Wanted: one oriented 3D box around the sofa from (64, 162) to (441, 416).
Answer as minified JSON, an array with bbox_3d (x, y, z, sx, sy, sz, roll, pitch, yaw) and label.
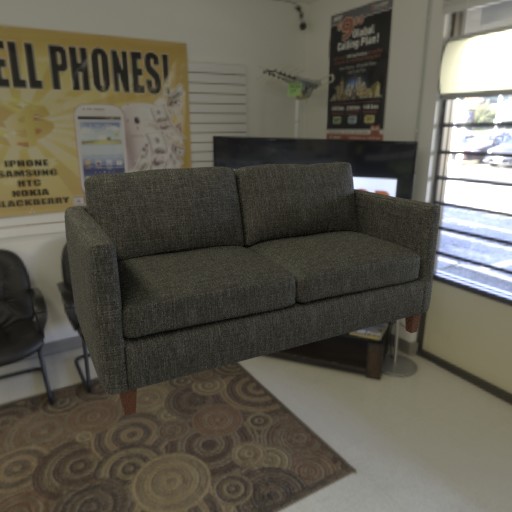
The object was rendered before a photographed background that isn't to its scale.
[{"bbox_3d":[0.000,0.000,2.493,1.884,0.963,0.950,-8,18,-27],"label":"sofa"}]
